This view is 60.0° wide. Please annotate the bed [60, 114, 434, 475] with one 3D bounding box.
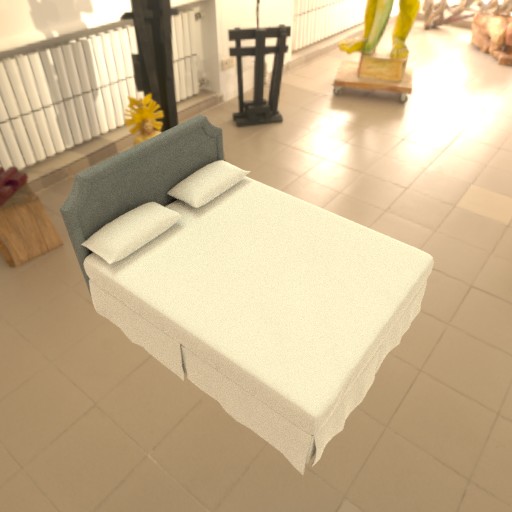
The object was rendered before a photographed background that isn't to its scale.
[{"bbox_3d":[0.000,0.000,3.681,2.464,1.306,1.977,28,49,27],"label":"bed"}]
